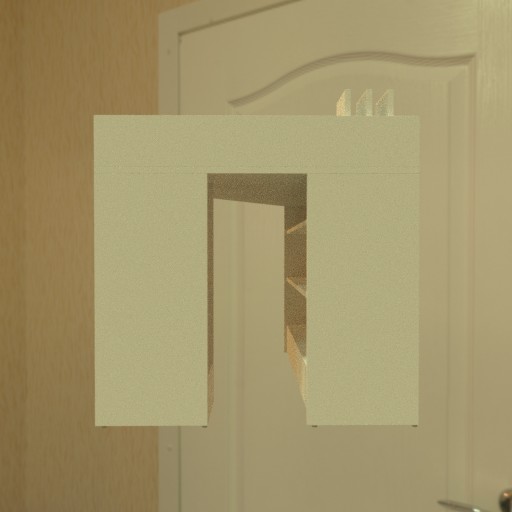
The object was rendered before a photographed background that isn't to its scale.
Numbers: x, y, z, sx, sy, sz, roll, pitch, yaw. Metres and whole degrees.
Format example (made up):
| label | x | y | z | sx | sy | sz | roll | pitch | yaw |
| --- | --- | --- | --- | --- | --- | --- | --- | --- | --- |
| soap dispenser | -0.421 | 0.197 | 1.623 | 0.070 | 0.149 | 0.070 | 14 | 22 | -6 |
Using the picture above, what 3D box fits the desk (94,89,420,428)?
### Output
| label | x | y | z | sx | sy | sz | roll | pitch | yaw |
| --- | --- | --- | --- | --- | --- | --- | --- | --- | --- |
| desk | 0.000 | 0.000 | 1.751 | 0.940 | 0.986 | 0.940 | 0 | 1 | 0 |
